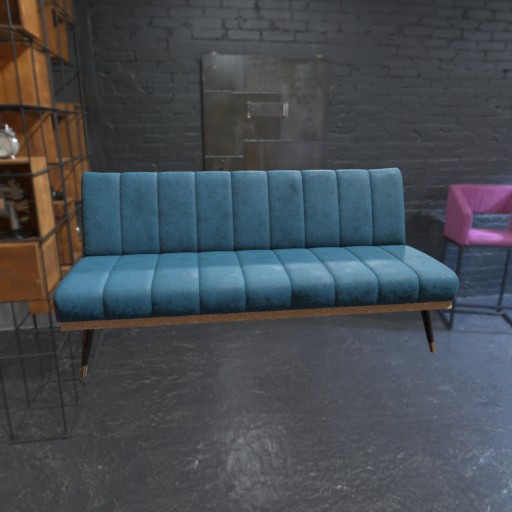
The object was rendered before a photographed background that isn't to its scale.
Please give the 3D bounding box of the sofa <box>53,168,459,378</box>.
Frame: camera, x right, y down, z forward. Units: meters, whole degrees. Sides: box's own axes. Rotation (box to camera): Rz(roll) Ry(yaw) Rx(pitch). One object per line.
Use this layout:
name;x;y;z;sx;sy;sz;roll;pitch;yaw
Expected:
sofa;0.000;0.000;2.302;1.810;0.825;0.830;-2;16;-8
